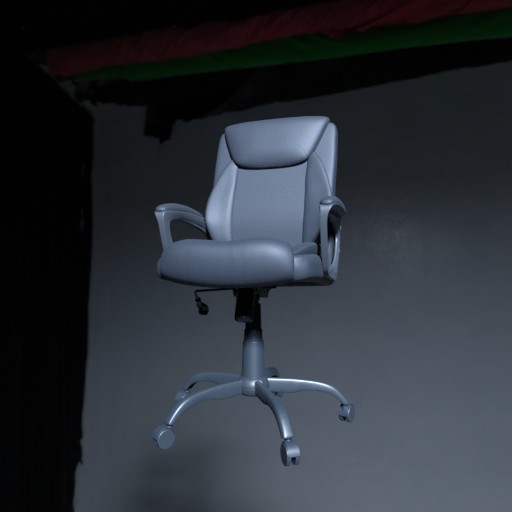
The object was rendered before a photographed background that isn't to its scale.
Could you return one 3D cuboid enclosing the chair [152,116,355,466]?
[{"bbox_3d":[0.000,0.000,1.458,0.615,1.072,0.655,0,-2,17],"label":"chair"}]
